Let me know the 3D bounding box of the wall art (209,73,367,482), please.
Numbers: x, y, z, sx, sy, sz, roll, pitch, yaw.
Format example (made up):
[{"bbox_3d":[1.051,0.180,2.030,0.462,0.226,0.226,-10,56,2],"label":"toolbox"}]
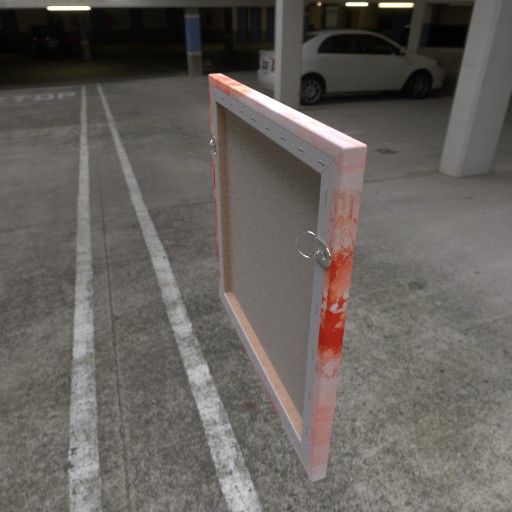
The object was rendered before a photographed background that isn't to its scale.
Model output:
[{"bbox_3d":[0.000,0.000,1.094,0.064,0.746,0.747,-10,31,-17],"label":"wall art"}]
